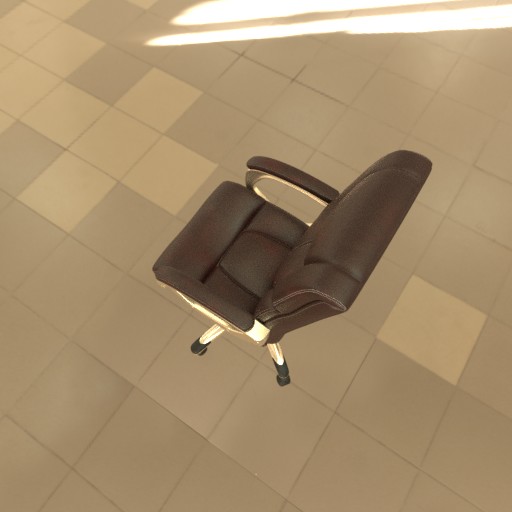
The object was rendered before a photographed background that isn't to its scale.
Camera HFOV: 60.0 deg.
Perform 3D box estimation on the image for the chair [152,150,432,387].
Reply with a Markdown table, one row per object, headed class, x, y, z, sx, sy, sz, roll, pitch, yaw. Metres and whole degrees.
| class | x | y | z | sx | sy | sz | roll | pitch | yaw |
| --- | --- | --- | --- | --- | --- | --- | --- | --- | --- |
| chair | 0.000 | 0.000 | 1.541 | 0.739 | 1.107 | 0.662 | 30 | 68 | 14 |
